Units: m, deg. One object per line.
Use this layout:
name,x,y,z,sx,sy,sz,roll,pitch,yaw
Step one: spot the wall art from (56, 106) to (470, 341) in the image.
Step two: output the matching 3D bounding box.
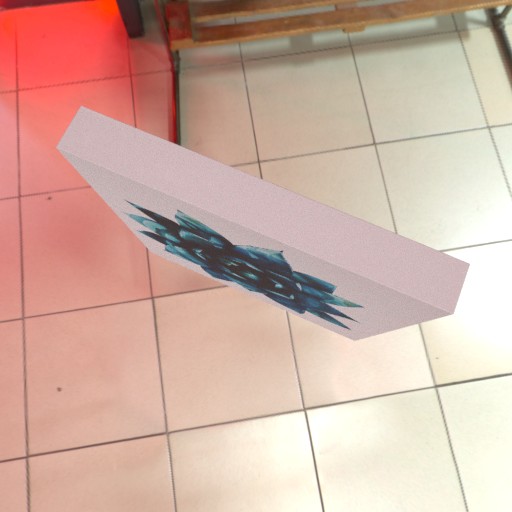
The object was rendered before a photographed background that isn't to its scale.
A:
wall art,0.000,0.000,0.462,0.305,0.305,0.038,23,77,6
